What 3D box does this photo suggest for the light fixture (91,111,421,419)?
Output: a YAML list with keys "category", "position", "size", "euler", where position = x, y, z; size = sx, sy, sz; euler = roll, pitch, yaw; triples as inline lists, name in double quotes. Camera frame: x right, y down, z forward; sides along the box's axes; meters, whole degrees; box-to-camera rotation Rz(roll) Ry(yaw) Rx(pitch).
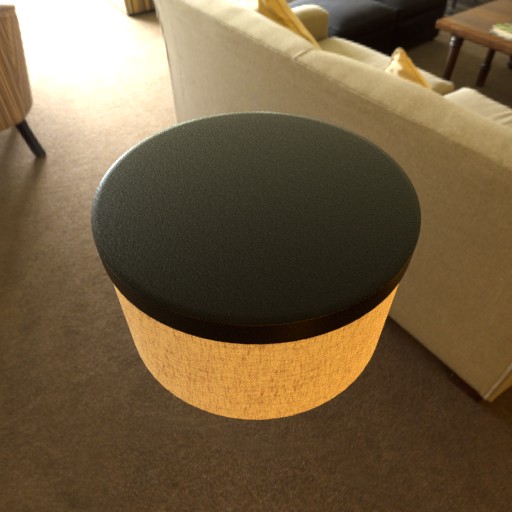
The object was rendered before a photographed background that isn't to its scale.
- category: "light fixture"
  position: [0.000, 0.000, 0.620]
  size: [0.389, 0.229, 0.389]
  euler: [0, 46, 0]
